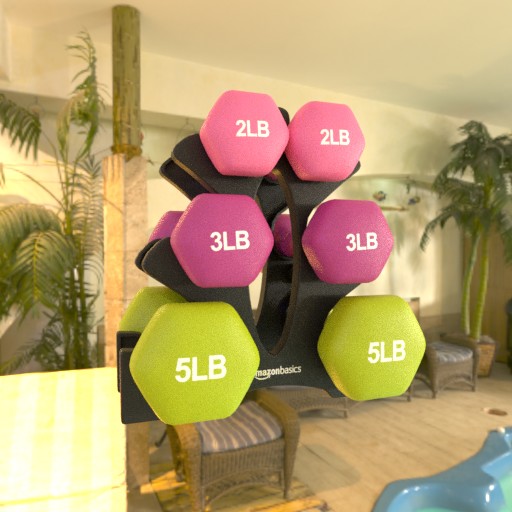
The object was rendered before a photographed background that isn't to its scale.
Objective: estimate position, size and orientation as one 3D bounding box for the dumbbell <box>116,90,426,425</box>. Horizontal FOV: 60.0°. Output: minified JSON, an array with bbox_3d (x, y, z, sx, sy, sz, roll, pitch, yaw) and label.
[{"bbox_3d":[0.000,0.000,0.430,0.257,0.261,0.203,0,1,-19],"label":"dumbbell"}]
